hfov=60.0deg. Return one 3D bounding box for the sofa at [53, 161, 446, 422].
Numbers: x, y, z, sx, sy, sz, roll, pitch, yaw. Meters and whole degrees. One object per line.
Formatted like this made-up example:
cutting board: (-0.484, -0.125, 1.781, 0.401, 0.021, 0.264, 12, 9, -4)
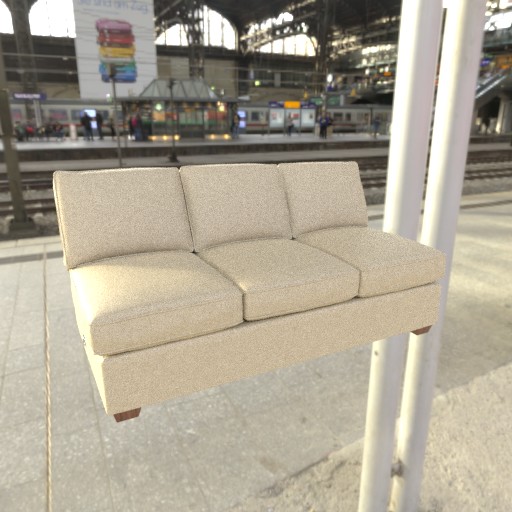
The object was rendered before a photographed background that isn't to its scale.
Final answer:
sofa: (0.000, 0.000, 2.495, 1.962, 0.973, 1.027, -9, 19, -26)
